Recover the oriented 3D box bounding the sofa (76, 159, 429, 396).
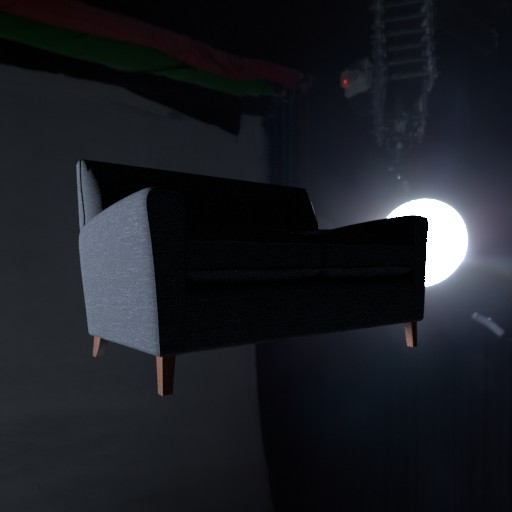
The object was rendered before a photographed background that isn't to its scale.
[{"bbox_3d":[0.000,0.000,2.018,1.420,0.846,0.875,0,-1,-37],"label":"sofa"}]
